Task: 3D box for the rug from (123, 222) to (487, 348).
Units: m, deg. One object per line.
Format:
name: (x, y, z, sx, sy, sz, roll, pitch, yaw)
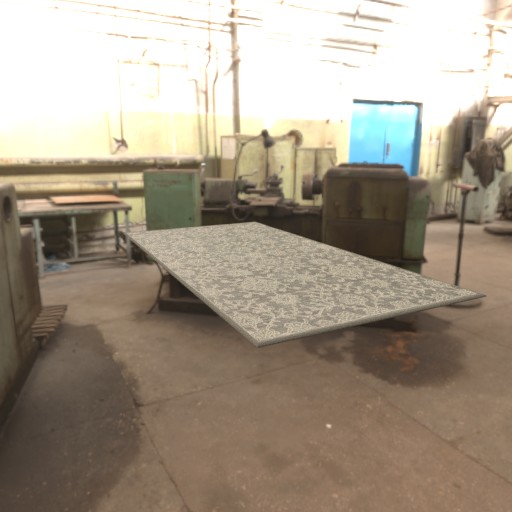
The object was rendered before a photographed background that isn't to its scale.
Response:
rug: (0.000, 0.000, 3.631, 1.546, 0.011, 3.048, -7, 15, -26)
